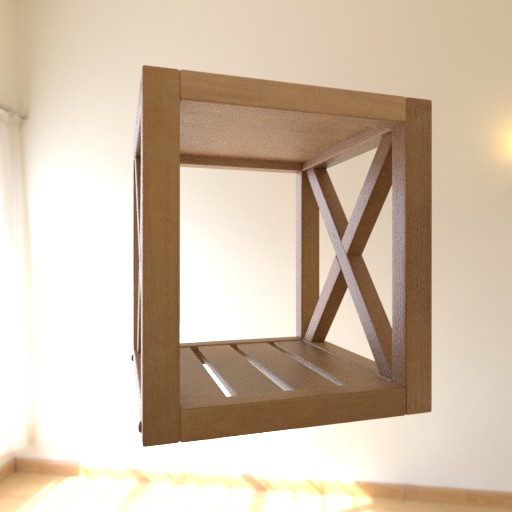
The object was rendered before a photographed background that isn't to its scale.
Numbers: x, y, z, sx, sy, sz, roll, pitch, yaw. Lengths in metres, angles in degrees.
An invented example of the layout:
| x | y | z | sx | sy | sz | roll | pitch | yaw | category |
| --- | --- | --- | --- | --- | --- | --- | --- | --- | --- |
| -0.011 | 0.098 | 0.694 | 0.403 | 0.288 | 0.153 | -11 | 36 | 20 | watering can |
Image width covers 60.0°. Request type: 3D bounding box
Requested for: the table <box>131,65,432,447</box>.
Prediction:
| x | y | z | sx | sy | sz | roll | pitch | yaw | category |
| --- | --- | --- | --- | --- | --- | --- | --- | --- | --- |
| 0.000 | 0.000 | 1.048 | 0.558 | 0.610 | 0.559 | 0 | 0 | -17 | table |
